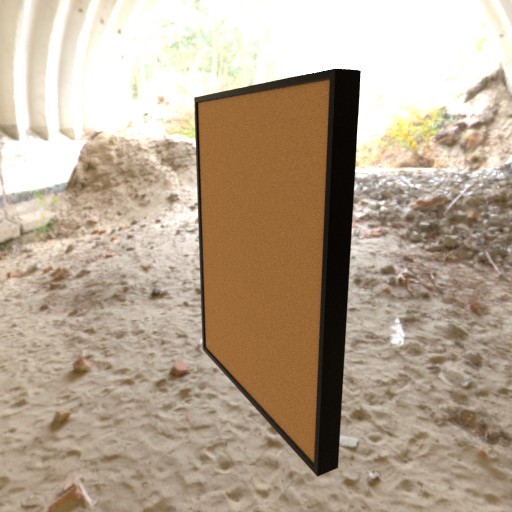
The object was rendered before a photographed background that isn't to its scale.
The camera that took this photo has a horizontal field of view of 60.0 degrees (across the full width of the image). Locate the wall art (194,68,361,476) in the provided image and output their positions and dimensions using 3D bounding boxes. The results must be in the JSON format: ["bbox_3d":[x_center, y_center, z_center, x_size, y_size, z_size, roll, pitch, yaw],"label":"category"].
[{"bbox_3d":[0.000,0.000,0.773,0.039,0.553,0.451,-8,17,-27],"label":"wall art"}]
